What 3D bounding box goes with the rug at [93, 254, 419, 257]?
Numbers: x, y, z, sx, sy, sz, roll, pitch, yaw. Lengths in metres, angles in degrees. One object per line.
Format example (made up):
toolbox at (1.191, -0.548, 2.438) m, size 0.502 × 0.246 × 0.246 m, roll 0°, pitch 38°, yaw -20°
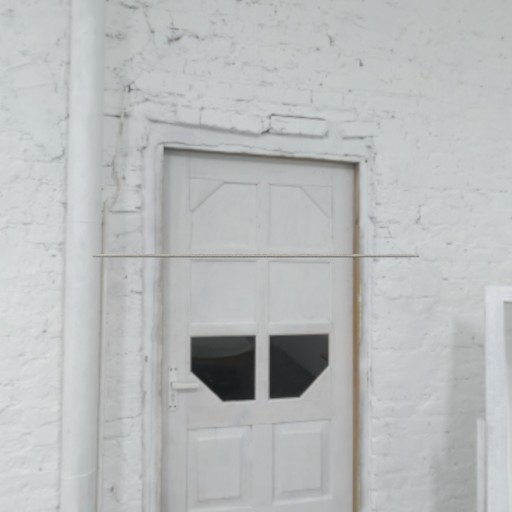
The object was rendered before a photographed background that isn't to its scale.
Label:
rug at (0.000, 0.000, 2.301) m, size 1.593 × 0.012 × 1.593 m, roll 0°, pitch 0°, yaw 0°
